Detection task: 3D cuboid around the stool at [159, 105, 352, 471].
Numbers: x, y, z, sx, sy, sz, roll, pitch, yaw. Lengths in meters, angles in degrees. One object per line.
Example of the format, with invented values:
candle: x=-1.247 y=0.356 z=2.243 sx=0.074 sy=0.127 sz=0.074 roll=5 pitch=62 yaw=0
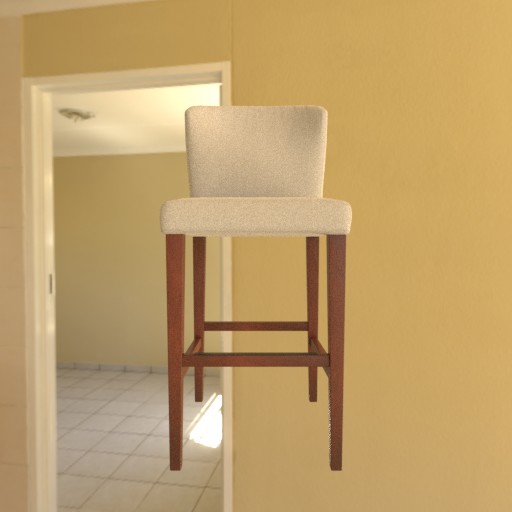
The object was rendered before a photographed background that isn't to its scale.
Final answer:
stool: x=0.000 y=0.000 z=1.358 sx=0.479 sy=1.069 sz=0.568 roll=0 pitch=2 yaw=0
